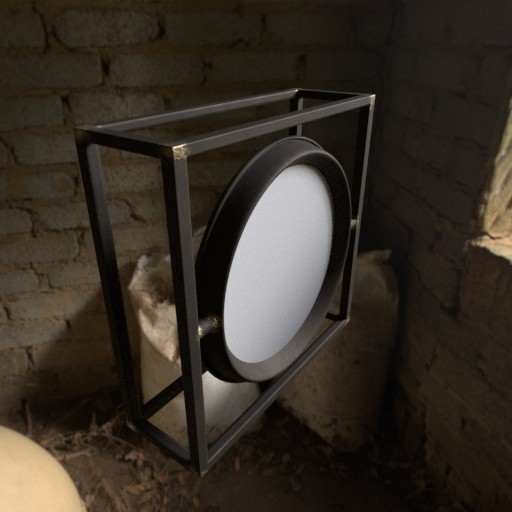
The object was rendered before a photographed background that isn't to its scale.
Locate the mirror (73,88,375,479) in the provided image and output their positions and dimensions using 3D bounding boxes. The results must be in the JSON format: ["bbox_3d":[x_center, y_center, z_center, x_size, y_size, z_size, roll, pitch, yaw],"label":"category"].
[{"bbox_3d":[0.000,0.000,0.473,0.107,0.303,0.306,19,32,32],"label":"mirror"}]
